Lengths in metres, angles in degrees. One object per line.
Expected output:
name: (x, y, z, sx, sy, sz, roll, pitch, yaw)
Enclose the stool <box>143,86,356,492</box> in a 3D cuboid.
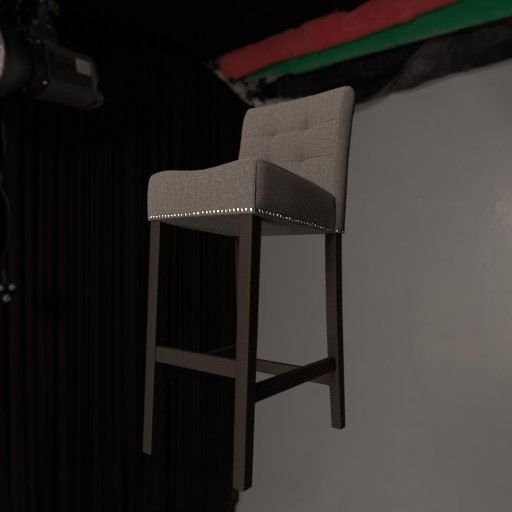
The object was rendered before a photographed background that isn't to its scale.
stool: (0.000, 0.000, 1.296, 0.411, 1.047, 0.548, 0, 0, 36)
